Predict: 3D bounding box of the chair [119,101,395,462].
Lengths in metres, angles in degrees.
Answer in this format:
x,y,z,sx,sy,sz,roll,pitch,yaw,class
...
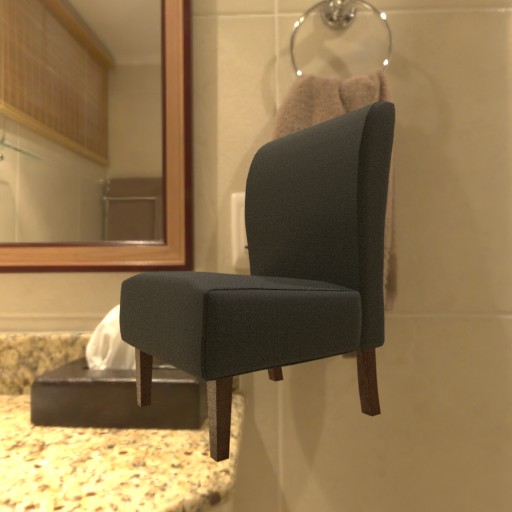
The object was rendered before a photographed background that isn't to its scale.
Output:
x,y,z,sx,sy,sz,roll,pitch,yaw,class
0.000,0.000,1.170,0.592,0.804,0.513,0,-1,-36,chair
